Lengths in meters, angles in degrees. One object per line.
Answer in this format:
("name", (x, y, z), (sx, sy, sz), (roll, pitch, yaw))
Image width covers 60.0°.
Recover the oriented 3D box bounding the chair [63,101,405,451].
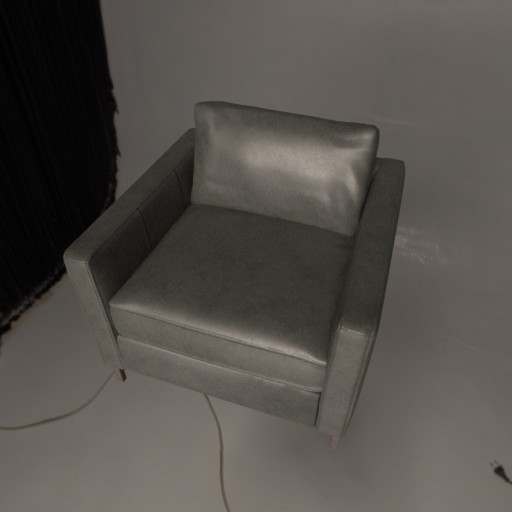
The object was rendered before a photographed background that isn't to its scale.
("chair", (0.000, 0.000, 1.514), (0.967, 0.824, 0.861), (13, 43, 14))
